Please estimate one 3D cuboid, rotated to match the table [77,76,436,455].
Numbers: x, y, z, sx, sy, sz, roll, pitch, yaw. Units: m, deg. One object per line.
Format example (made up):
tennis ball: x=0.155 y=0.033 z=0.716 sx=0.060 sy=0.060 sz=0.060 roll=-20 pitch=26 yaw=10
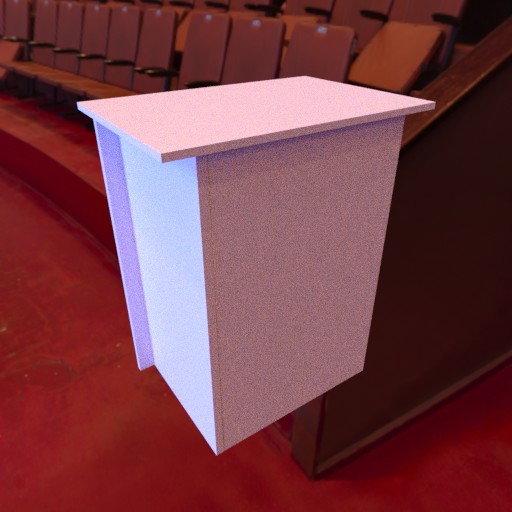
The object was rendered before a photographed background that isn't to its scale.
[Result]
table: x=0.000 y=0.000 z=1.062 sx=0.589 sy=0.711 sz=0.406 roll=-19 pitch=35 yaw=-29
